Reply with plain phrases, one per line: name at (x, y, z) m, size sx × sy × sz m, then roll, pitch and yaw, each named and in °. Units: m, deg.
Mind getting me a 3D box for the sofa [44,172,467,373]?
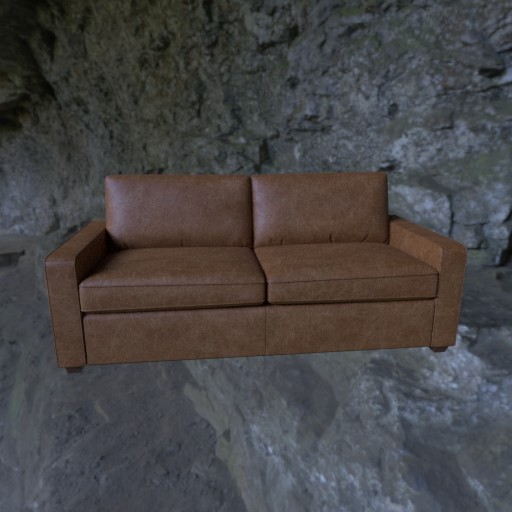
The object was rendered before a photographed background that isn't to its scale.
sofa at (0.000, 0.000, 2.656) m, size 2.156 × 0.928 × 0.991 m, roll -2°, pitch 16°, yaw -6°
